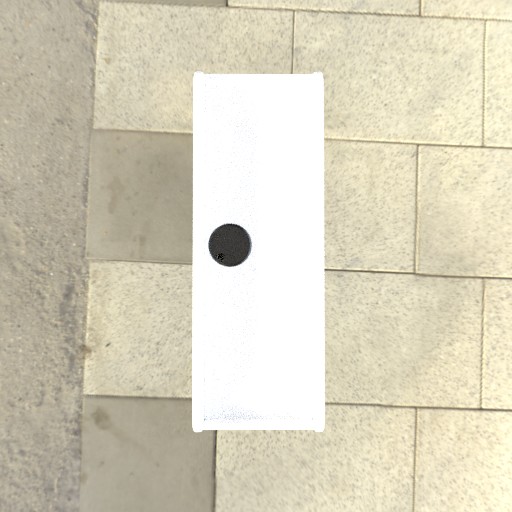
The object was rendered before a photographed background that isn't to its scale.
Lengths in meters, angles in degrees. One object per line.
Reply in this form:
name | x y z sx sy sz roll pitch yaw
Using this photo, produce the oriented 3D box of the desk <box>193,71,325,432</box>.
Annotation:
desk | 0.000 0.000 1.532 0.278 1.190 0.795 0 89 -1
